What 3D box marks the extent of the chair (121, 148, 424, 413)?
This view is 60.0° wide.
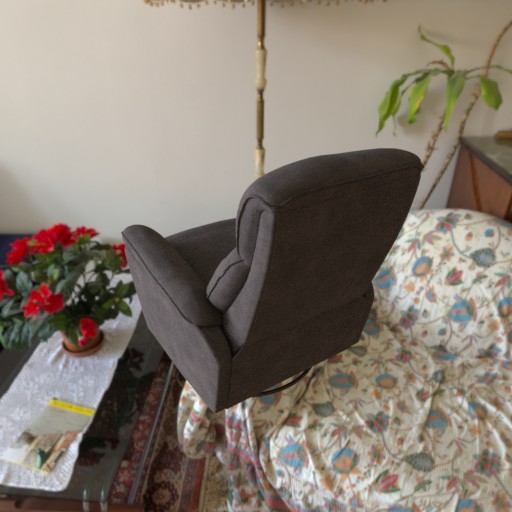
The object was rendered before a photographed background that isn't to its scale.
[{"bbox_3d":[0.000,0.000,1.765,0.830,1.035,1.009,-18,34,-28],"label":"chair"}]
